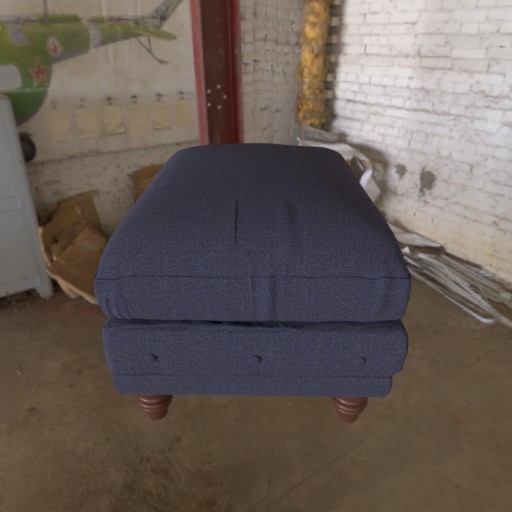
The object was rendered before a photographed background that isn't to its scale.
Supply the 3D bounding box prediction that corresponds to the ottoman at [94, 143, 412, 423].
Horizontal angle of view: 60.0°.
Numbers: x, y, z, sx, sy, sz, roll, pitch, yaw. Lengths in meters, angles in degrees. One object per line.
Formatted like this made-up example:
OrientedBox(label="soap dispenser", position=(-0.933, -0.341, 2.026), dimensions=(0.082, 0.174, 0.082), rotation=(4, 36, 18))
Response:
OrientedBox(label="ottoman", position=(0.000, 0.000, 1.127), dimensions=(0.558, 0.486, 0.767), rotation=(0, 27, 1))
